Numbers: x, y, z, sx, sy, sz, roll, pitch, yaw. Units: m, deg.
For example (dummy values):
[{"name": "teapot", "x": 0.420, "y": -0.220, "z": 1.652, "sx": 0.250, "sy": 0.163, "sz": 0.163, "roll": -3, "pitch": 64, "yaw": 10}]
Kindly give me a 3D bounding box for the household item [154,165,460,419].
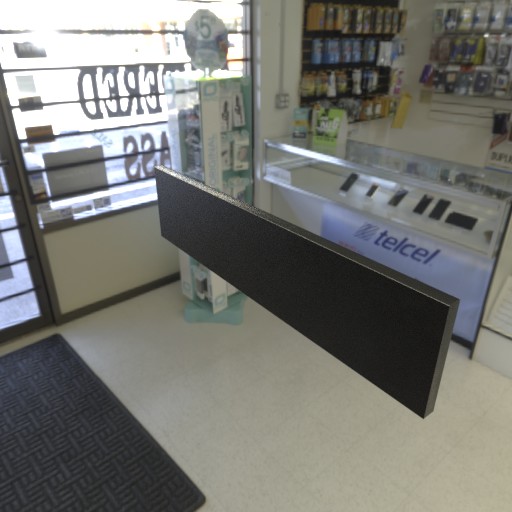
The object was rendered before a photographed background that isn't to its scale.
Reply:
[{"name": "household item", "x": 0.000, "y": 0.000, "z": 1.087, "sx": 0.030, "sy": 0.236, "sz": 1.001, "roll": -19, "pitch": 32, "yaw": -33}]
